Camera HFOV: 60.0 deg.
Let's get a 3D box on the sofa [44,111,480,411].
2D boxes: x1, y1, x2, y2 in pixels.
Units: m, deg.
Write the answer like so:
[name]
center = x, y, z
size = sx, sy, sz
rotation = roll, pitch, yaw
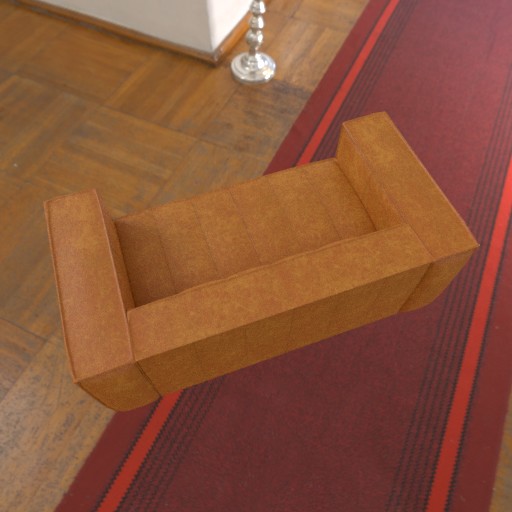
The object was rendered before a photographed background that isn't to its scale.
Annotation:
[sofa]
center = 0.000, 0.000, 2.585
size = 2.088, 0.703, 1.102
rotation = -17, 61, -10
